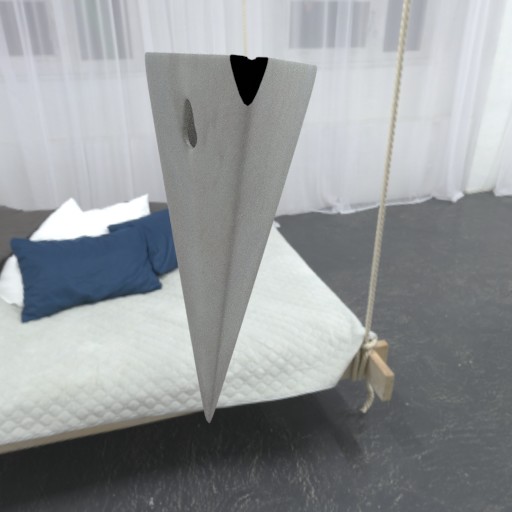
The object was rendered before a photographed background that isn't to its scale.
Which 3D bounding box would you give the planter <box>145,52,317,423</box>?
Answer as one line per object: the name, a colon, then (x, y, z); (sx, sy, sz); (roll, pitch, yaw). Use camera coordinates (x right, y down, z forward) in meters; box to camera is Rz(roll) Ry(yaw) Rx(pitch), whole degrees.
planter: (0.000, 0.000, 0.155); (0.047, 0.130, 0.058); (-17, 30, -32)
